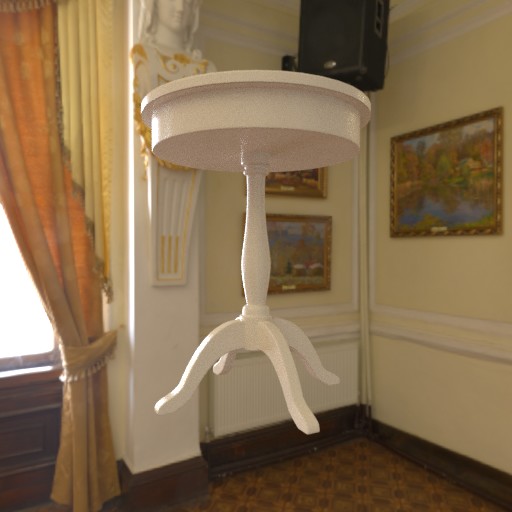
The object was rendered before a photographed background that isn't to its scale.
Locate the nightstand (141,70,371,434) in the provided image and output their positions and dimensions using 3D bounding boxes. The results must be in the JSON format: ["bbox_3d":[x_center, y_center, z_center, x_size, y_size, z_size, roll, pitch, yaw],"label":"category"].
[{"bbox_3d":[0.000,0.000,1.026,0.513,0.653,0.513,0,1,-18],"label":"nightstand"}]
